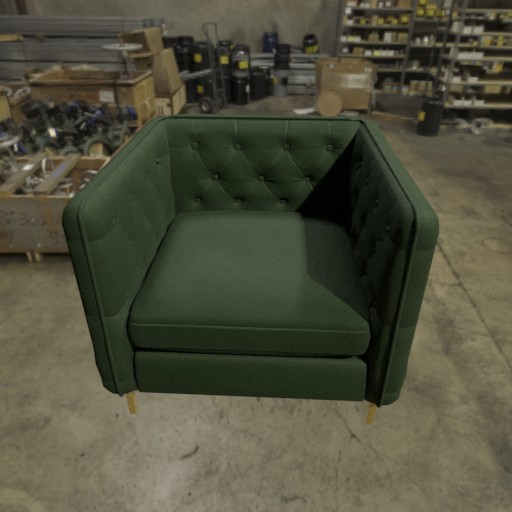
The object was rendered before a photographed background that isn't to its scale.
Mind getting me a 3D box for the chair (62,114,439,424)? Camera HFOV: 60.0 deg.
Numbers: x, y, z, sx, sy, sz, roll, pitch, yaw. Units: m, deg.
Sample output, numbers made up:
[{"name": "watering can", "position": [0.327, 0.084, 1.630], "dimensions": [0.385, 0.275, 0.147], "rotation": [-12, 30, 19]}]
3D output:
[{"name": "chair", "position": [0.000, 0.000, 1.535], "dimensions": [0.917, 0.768, 0.855], "rotation": [2, 31, 3]}]
